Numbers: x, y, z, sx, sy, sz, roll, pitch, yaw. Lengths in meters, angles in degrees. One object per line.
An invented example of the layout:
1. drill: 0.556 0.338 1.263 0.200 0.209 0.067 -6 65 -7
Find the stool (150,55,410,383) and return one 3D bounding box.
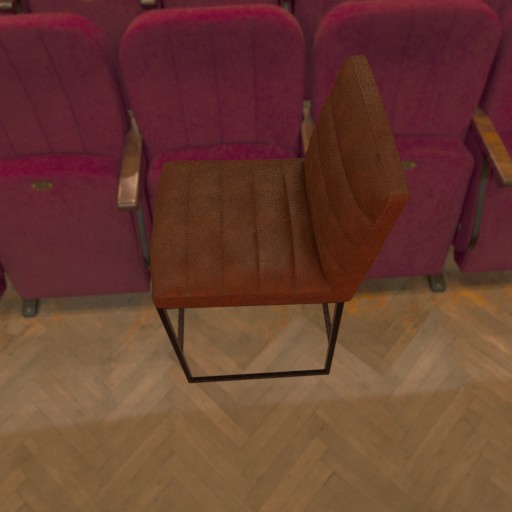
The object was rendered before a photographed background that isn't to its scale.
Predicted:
1. stool: 0.000 0.000 1.358 0.562 1.065 0.463 -3 58 -2
